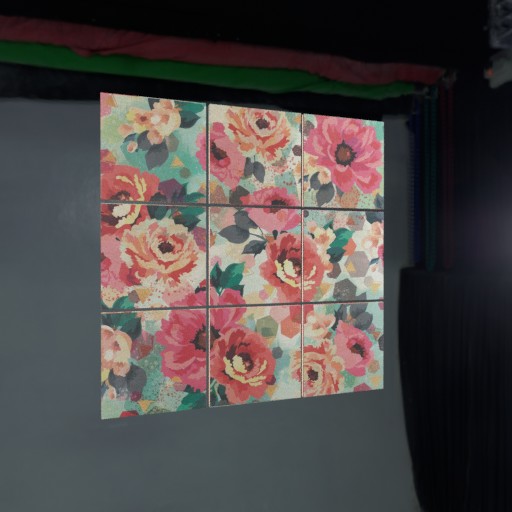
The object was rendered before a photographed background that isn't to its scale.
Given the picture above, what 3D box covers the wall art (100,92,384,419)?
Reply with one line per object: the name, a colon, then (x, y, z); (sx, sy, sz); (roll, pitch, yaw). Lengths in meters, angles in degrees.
wall art: (0.000, 0.000, 1.379); (0.911, 0.910, 0.012); (0, 0, -18)
